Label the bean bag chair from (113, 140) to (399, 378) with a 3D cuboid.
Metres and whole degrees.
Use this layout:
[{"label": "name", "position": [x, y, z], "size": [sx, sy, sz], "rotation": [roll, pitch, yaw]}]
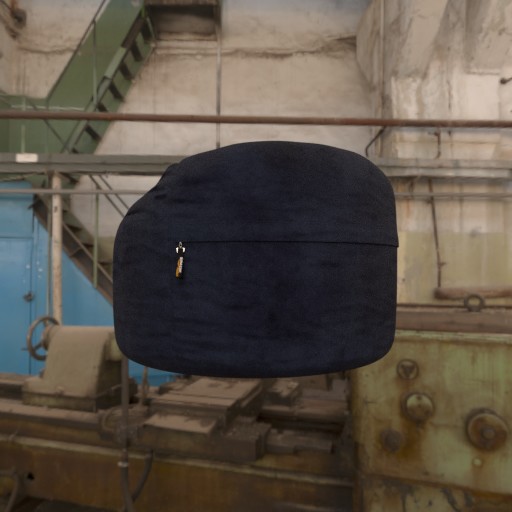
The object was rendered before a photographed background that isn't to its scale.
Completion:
[{"label": "bean bag chair", "position": [0.000, 0.000, 1.487], "size": [0.918, 0.616, 0.918], "rotation": [0, -1, 0]}]
